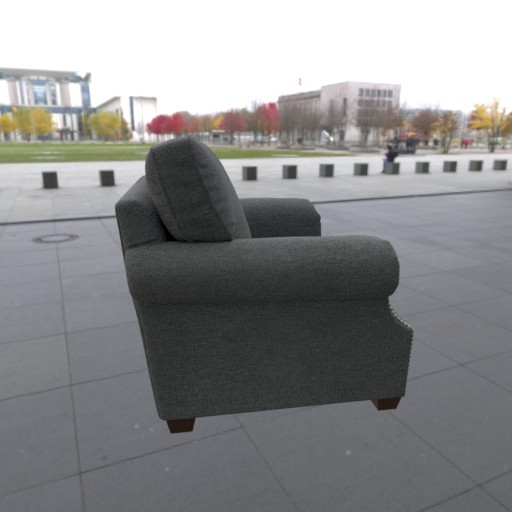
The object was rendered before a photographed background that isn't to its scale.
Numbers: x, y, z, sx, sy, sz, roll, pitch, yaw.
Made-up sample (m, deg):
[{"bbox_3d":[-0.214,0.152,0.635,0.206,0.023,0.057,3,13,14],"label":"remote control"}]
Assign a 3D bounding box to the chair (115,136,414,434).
[{"bbox_3d":[0.000,0.000,1.832,0.965,0.961,1.092,-3,15,-9],"label":"chair"}]
